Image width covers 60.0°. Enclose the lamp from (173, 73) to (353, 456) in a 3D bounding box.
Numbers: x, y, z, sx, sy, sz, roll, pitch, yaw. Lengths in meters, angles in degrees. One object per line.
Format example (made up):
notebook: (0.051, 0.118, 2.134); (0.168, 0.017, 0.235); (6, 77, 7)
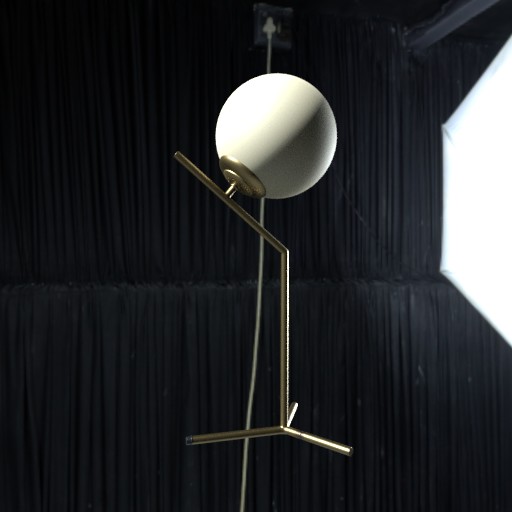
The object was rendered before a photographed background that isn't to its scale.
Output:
lamp: (0.000, 0.000, 0.678); (0.251, 0.552, 0.210); (0, 0, -17)
